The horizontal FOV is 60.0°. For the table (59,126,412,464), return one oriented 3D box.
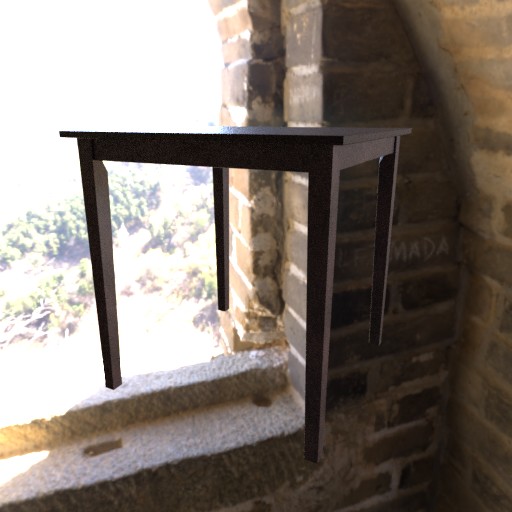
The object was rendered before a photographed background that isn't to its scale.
[{"bbox_3d":[0.000,0.000,1.400,0.749,0.770,0.749,9,19,26],"label":"table"}]
